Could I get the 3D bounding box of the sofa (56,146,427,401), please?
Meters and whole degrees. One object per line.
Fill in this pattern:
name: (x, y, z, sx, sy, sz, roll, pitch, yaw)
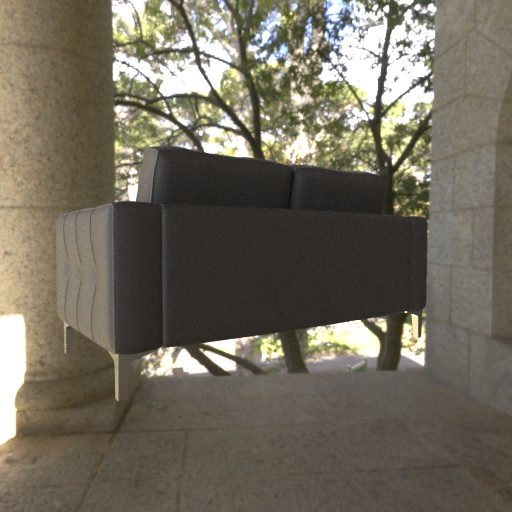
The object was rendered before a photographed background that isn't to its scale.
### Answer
sofa: (0.000, 0.000, 2.214, 1.726, 0.892, 0.833, -1, 2, -35)
